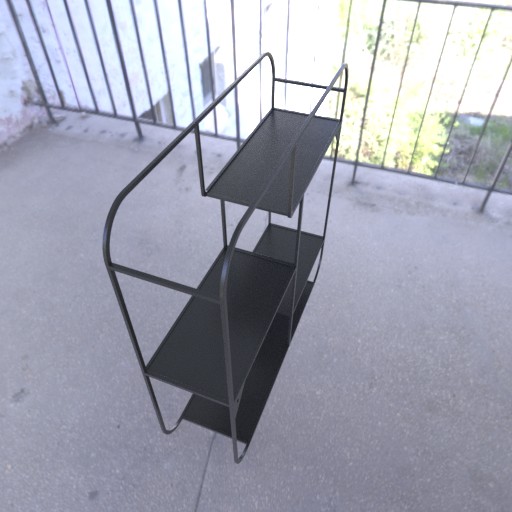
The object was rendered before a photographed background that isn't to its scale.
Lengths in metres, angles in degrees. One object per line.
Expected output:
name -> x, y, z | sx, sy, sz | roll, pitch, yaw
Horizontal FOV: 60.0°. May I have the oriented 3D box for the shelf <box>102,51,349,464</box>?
shelf -> 0.000, 0.000, 0.882 | 0.160, 0.600, 0.600 | 16, 47, 15
